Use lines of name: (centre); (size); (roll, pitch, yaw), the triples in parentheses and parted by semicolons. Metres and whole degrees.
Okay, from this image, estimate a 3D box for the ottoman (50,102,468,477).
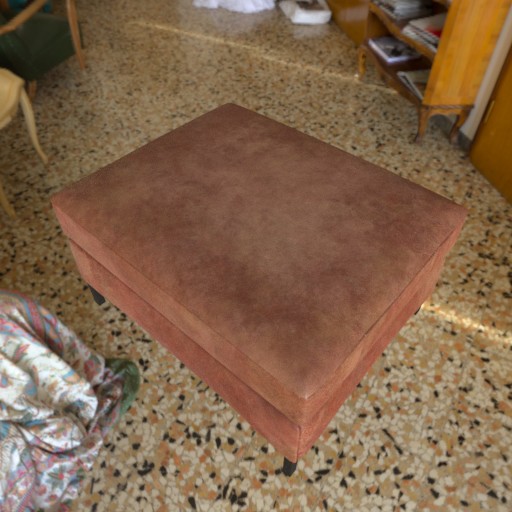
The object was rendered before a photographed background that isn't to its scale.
ottoman: (0.000, 0.000, 1.766); (1.186, 0.667, 0.965); (33, 55, 27)
